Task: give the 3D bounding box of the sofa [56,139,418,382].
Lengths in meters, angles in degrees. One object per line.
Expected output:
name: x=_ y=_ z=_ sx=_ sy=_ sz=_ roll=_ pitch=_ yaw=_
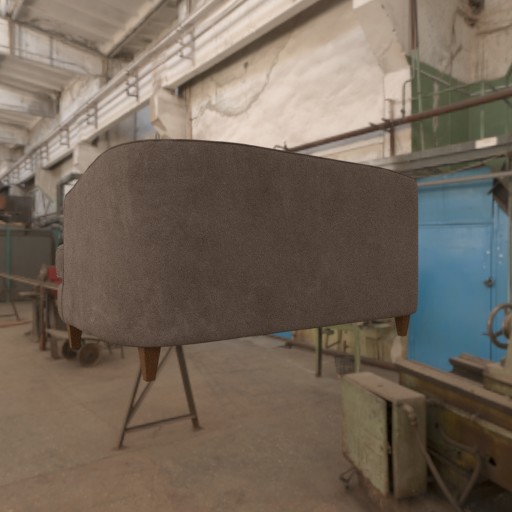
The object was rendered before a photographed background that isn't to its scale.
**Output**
sofa: x=0.000 y=0.000 z=2.242 sx=1.733 sy=0.855 sz=0.941 roll=0 pitch=1 yaw=-35
